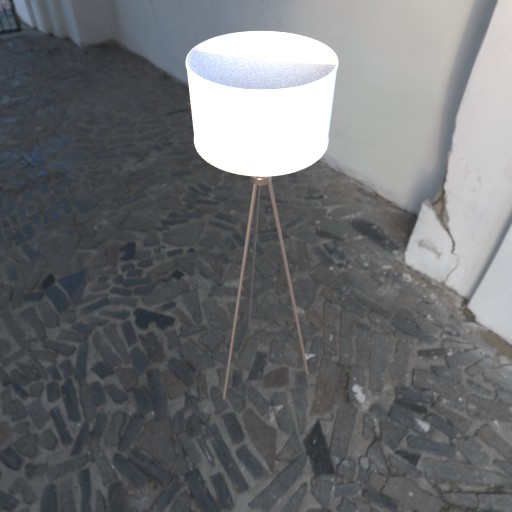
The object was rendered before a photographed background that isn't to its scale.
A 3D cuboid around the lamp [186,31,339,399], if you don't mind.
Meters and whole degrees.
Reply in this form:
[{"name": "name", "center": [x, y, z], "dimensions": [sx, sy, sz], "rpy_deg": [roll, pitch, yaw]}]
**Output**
[{"name": "lamp", "center": [0.000, 0.000, 1.748], "dimensions": [0.448, 1.545, 0.458], "rpy_deg": [-15, 47, -15]}]
